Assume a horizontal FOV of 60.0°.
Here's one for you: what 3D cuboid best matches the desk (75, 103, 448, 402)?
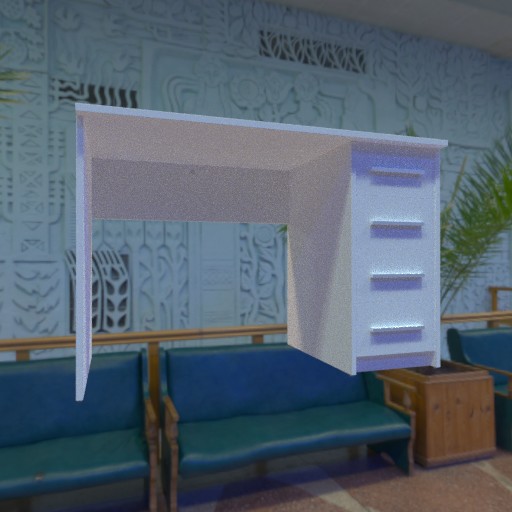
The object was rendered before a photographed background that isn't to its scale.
[{"bbox_3d":[0.000,0.000,1.495,1.096,0.730,0.560,0,0,-18],"label":"desk"}]
